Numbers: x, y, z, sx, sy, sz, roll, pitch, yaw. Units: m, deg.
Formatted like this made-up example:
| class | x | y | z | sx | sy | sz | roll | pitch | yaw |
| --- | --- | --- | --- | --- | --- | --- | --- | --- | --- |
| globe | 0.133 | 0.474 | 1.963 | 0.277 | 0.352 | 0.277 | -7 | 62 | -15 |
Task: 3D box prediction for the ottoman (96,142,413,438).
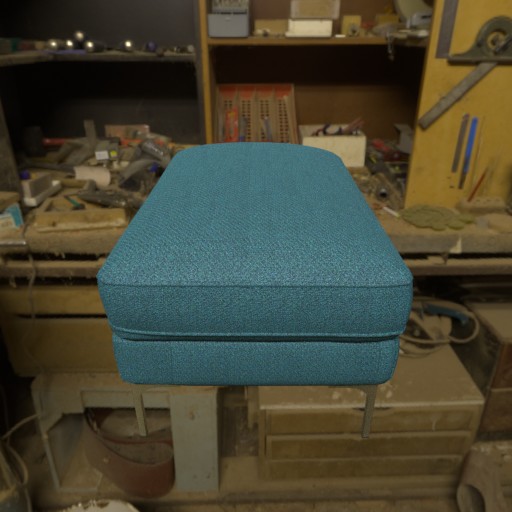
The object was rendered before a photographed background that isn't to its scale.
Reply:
| class | x | y | z | sx | sy | sz | roll | pitch | yaw |
| --- | --- | --- | --- | --- | --- | --- | --- | --- | --- |
| ottoman | 0.000 | 0.000 | 1.198 | 0.563 | 0.498 | 0.856 | 0 | 28 | 0 |
